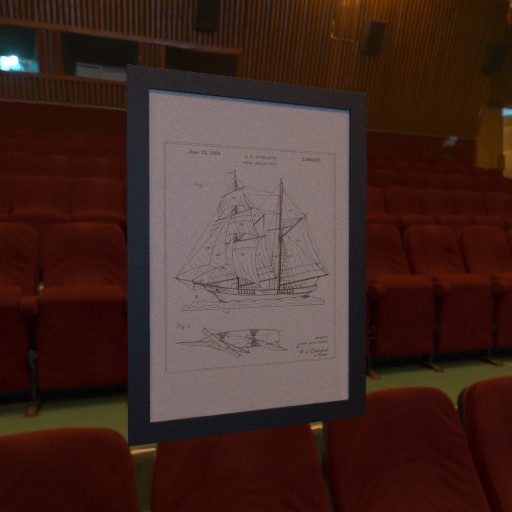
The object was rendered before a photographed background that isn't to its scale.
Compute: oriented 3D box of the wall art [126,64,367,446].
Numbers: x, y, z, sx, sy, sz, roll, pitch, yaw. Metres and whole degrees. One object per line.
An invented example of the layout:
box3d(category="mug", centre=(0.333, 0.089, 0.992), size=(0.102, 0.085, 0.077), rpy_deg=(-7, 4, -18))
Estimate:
box3d(category="wall art", centre=(0.000, 0.000, 0.682), size=(0.381, 0.534, 0.013), rpy_deg=(0, 1, -18))
